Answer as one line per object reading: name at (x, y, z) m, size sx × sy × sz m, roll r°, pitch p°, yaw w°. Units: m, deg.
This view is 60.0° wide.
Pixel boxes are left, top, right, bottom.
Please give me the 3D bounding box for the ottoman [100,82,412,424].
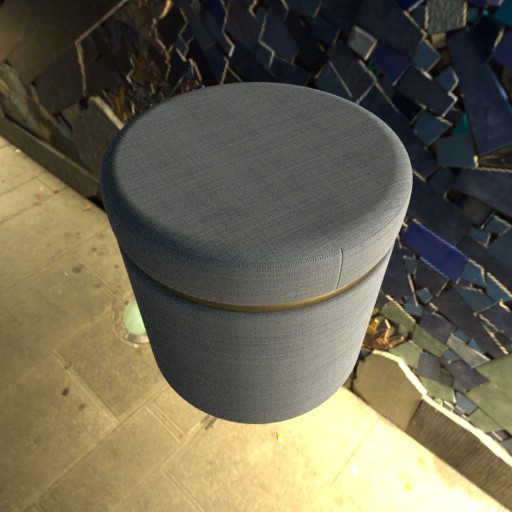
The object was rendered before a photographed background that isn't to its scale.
ottoman at (0.000, 0.000, 0.714) m, size 0.400 × 0.406 × 0.400 m, roll 0°, pitch 47°, yaw 0°
